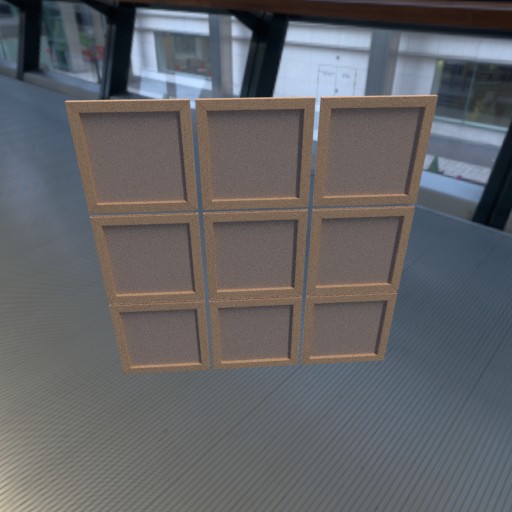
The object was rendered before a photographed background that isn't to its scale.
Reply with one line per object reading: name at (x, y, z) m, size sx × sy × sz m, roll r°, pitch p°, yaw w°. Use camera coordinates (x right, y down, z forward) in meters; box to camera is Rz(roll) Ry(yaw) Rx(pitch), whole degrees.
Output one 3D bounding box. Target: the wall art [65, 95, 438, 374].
wall art at (0.000, 0.000, 1.328) m, size 0.917 × 0.910 × 0.012 m, roll -2°, pitch 31°, yaw -4°
